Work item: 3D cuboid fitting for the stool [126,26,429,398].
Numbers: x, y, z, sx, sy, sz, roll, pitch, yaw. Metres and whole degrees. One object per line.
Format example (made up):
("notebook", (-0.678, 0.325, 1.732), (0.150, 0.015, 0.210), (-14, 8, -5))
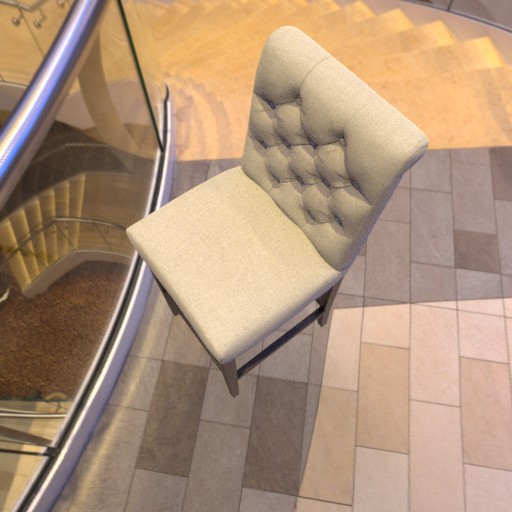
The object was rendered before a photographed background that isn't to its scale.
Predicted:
("stool", (0.000, 0.000, 1.413), (0.601, 1.140, 0.493), (-35, 69, -16))
